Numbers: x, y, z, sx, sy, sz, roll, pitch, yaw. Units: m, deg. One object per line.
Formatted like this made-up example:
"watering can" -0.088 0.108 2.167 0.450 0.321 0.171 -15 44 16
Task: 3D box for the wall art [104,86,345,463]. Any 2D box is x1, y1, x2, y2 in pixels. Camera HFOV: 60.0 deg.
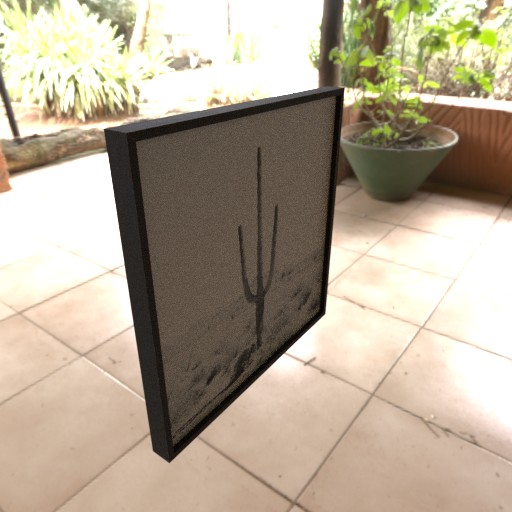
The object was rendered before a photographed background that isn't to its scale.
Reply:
"wall art" 0.000 0.000 0.770 0.038 0.508 0.508 18 32 32
